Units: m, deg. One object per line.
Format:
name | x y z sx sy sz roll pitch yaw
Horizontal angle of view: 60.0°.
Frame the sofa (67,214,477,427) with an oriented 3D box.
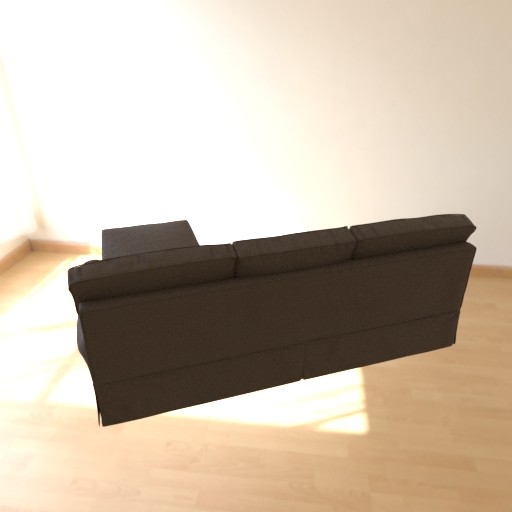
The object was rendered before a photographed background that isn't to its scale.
sofa | 0.000 0.000 3.319 2.475 0.978 1.733 -8 28 -16
